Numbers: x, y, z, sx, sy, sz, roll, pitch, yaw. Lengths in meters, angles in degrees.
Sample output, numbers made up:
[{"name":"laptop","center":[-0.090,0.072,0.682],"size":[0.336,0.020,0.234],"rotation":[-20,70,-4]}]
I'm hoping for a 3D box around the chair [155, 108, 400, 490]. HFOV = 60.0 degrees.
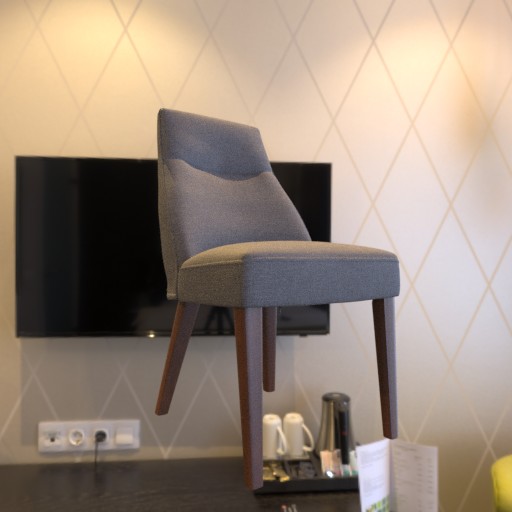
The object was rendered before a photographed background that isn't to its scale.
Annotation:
[{"name":"chair","center":[0.000,0.000,1.255],"size":[0.500,0.930,0.620],"rotation":[0,-1,-35]}]
